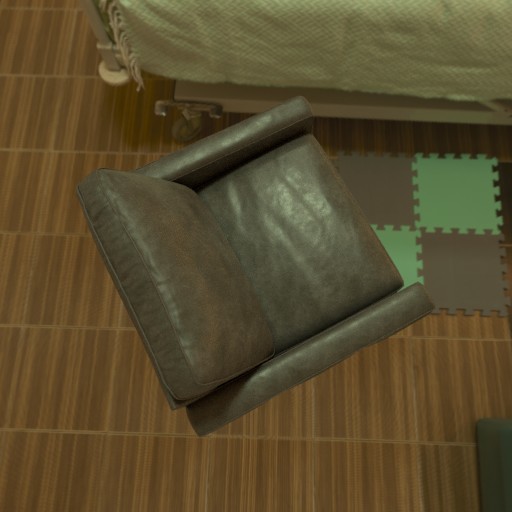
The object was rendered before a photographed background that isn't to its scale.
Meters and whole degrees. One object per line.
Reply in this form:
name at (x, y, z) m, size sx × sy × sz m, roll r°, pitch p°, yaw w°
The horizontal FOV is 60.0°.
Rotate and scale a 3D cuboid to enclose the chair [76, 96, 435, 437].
chair at (0.000, 0.000, 1.719) m, size 0.939 × 0.916 × 1.006 m, roll -26°, pitch 76°, yaw -7°
